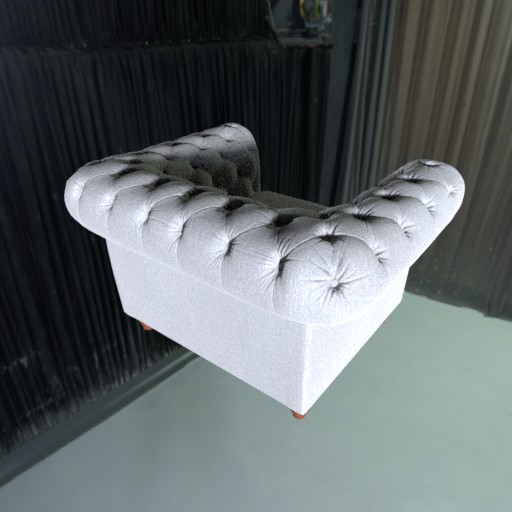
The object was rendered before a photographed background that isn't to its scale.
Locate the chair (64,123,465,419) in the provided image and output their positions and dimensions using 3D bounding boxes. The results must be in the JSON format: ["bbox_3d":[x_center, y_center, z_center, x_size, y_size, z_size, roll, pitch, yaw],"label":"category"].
[{"bbox_3d":[0.000,0.000,1.793,1.270,0.770,0.976,21,35,32],"label":"chair"}]
